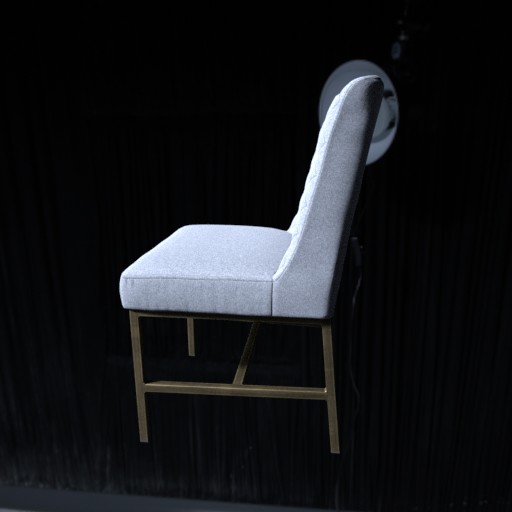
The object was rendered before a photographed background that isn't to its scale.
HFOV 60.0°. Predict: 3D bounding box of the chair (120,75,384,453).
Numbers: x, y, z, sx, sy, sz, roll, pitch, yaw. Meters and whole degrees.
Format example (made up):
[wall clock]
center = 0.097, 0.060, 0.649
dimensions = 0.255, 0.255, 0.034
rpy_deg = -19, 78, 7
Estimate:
[chair]
center = 0.000, 0.000, 1.223
dimensions = 0.587, 0.889, 0.508
rpy_deg = 2, 16, 7
